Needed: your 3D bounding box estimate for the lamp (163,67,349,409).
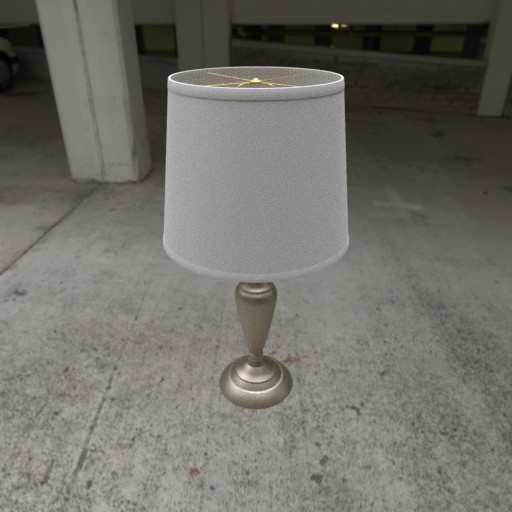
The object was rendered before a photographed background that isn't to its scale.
[{"bbox_3d":[0.000,0.000,0.817,0.328,0.619,0.328,0,29,0],"label":"lamp"}]
